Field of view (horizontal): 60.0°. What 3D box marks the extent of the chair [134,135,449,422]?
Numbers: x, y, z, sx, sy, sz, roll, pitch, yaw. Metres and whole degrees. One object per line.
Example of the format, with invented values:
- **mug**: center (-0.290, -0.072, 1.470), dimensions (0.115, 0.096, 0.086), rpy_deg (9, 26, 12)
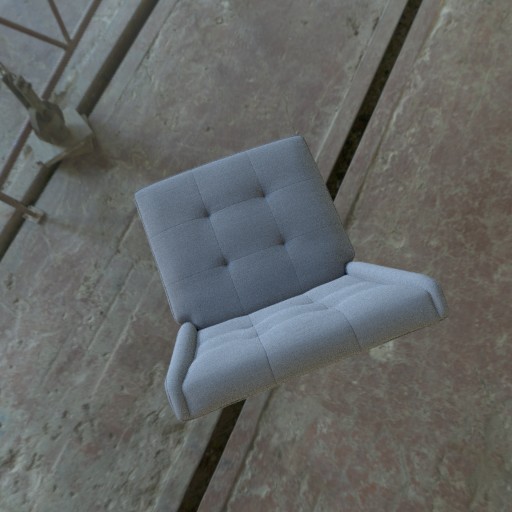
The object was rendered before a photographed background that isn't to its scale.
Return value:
- **chair**: center (0.000, 0.000, 1.292), dimensions (0.569, 0.853, 0.676), rpy_deg (-20, 77, -5)
